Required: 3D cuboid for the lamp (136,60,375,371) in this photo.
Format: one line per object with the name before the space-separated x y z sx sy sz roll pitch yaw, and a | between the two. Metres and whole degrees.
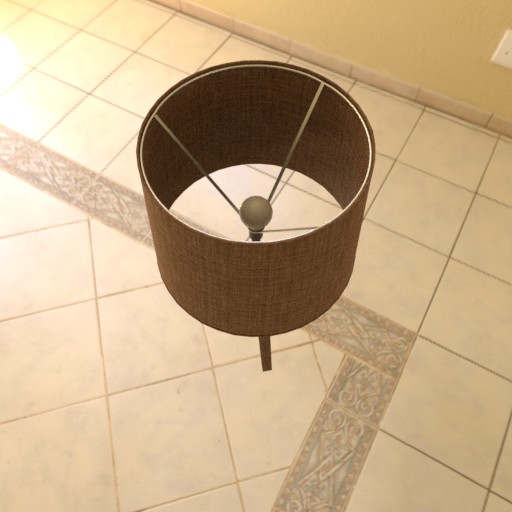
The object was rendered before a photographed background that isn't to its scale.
lamp | 0.000 0.000 0.689 0.290 0.514 0.290 0 62 0
